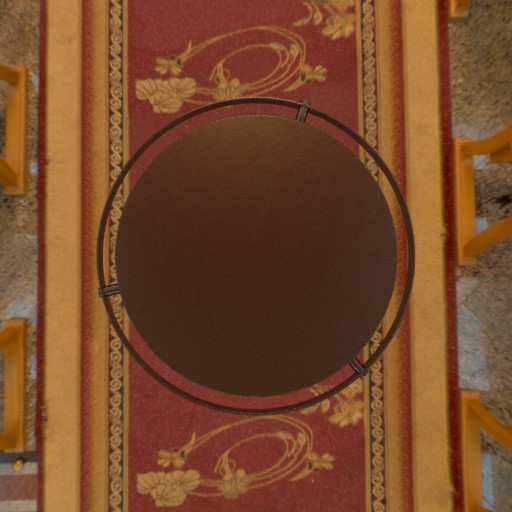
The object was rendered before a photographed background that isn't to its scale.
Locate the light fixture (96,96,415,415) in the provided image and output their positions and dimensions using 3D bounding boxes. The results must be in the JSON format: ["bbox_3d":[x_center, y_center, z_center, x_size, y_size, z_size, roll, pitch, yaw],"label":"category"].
[{"bbox_3d":[0.000,0.000,0.561,0.361,0.130,0.361,0,89,-2],"label":"light fixture"}]
